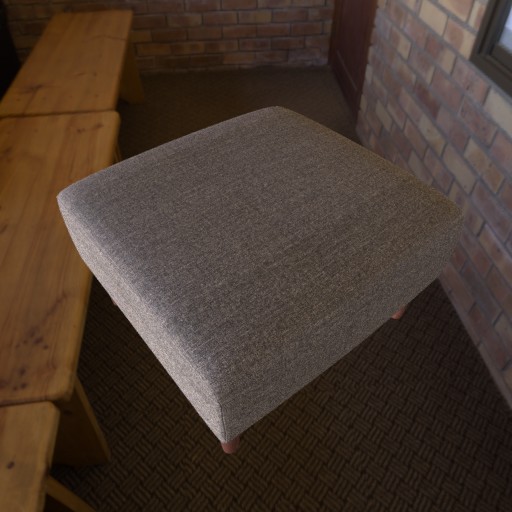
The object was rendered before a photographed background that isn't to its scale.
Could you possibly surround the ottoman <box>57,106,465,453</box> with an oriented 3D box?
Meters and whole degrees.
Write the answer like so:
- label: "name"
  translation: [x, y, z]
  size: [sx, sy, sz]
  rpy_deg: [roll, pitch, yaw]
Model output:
- label: "ottoman"
  translation: [0.000, 0.000, 1.059]
  size: [0.655, 0.399, 0.648]
  rpy_deg: [-30, 52, -26]
